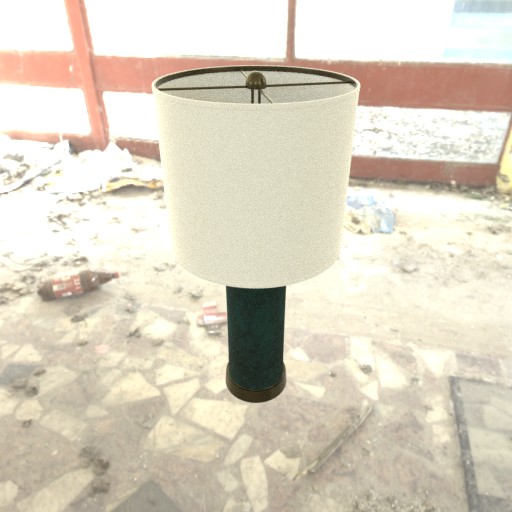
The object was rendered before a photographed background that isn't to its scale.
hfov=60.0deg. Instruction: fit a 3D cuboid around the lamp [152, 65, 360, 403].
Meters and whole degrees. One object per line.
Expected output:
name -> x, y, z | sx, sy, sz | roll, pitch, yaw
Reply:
lamp -> 0.000, 0.000, 0.808 | 0.301, 0.630, 0.301 | 19, 36, 28
